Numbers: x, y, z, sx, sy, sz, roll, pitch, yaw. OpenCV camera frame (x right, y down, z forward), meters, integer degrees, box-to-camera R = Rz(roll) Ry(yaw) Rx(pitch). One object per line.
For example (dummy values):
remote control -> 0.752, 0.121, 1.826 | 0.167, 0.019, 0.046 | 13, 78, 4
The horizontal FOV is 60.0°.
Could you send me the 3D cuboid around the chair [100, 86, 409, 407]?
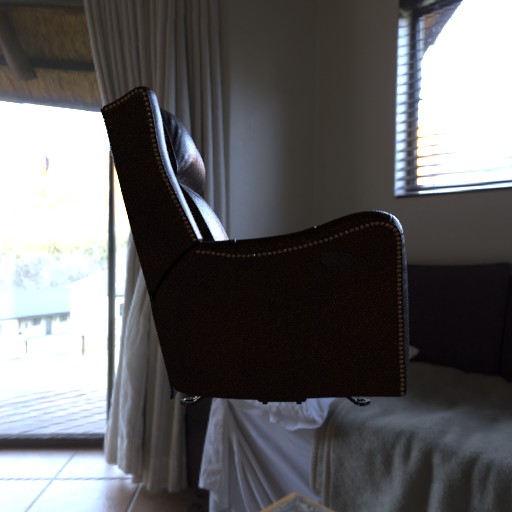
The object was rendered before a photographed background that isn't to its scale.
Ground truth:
chair -> 0.000, 0.000, 1.819 | 1.008, 1.084, 0.869 | 0, -1, 0
